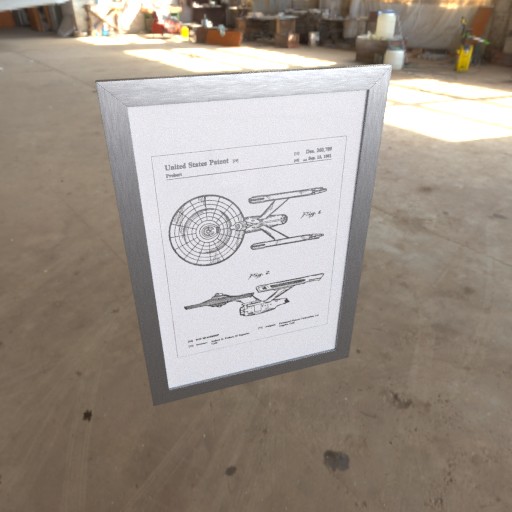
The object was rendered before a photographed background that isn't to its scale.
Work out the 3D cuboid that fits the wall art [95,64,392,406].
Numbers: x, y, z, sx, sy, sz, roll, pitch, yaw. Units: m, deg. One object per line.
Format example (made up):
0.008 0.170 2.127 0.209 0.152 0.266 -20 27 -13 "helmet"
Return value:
0.000 0.000 0.681 0.376 0.529 0.013 -10 33 -15 "wall art"
